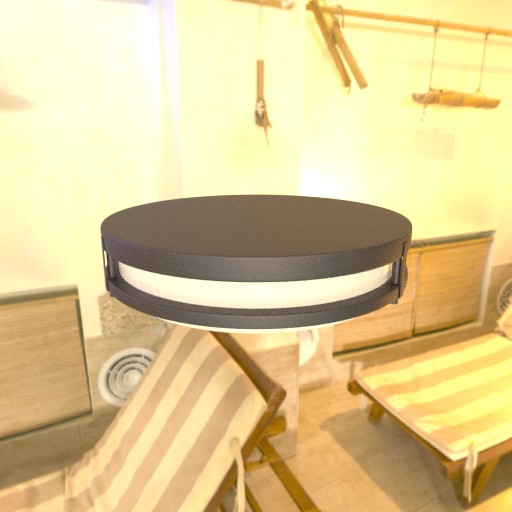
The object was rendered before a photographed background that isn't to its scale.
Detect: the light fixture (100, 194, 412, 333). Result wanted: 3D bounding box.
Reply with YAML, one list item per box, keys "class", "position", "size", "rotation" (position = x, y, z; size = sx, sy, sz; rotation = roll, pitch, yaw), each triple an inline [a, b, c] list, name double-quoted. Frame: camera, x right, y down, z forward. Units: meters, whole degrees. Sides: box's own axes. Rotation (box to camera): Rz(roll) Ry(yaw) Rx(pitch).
- class: "light fixture"
  position: [0.000, 0.000, 0.545]
  size: [0.356, 0.102, 0.356]
  rotation: [0, 16, 0]
